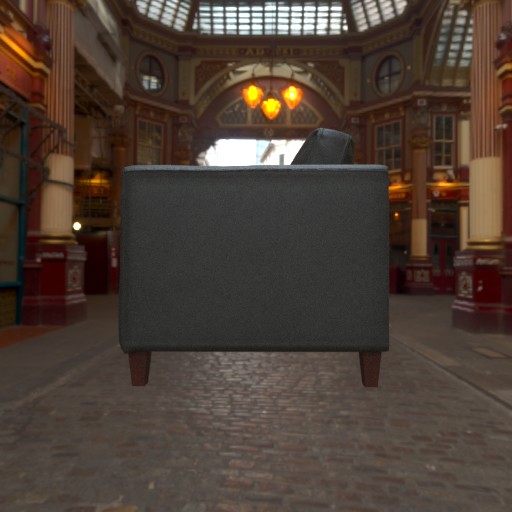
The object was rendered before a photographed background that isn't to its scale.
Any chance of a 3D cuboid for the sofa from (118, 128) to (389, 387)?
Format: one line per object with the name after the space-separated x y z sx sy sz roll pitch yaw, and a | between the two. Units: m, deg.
0.000 0.000 2.418 0.951 0.933 1.883 0 -1 1 | sofa
